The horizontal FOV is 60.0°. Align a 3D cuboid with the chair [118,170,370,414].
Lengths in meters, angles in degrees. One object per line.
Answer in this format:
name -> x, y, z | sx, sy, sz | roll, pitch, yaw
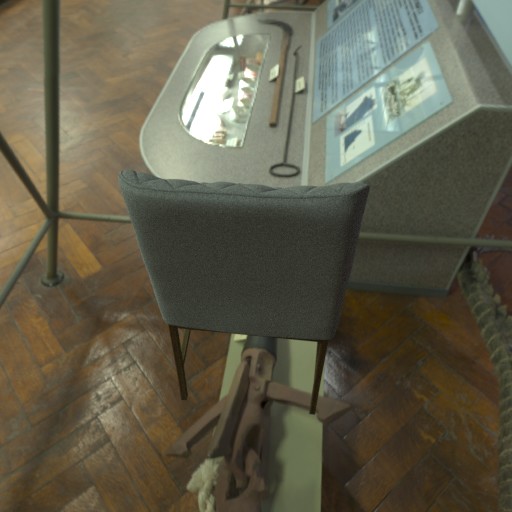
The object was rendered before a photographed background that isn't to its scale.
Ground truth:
chair -> 0.000, 0.000, 1.251 | 0.508, 0.889, 0.587 | 5, 46, 5
